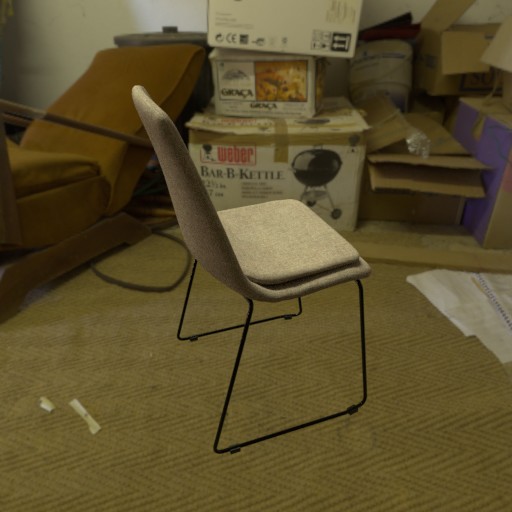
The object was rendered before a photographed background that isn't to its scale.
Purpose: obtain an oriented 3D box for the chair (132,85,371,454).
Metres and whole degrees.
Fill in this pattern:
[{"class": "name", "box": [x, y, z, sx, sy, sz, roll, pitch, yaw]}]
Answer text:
[{"class": "chair", "box": [0.000, 0.000, 1.167, 0.518, 0.858, 0.479, -10, 32, -17]}]
